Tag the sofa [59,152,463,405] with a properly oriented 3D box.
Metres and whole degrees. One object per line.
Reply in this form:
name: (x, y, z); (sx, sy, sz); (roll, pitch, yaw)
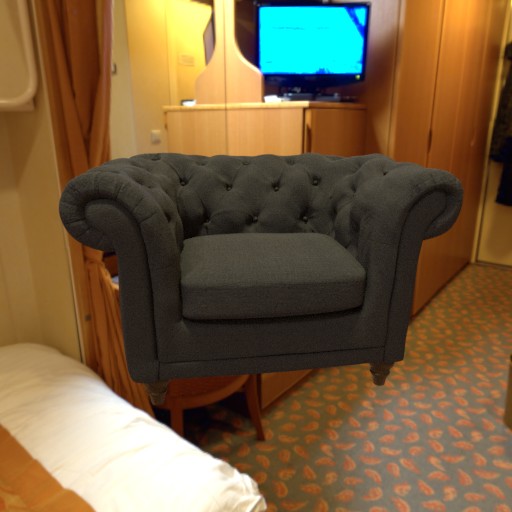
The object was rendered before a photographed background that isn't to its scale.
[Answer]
sofa: (0.000, 0.000, 1.994); (1.405, 0.878, 1.032); (-2, 17, -8)
